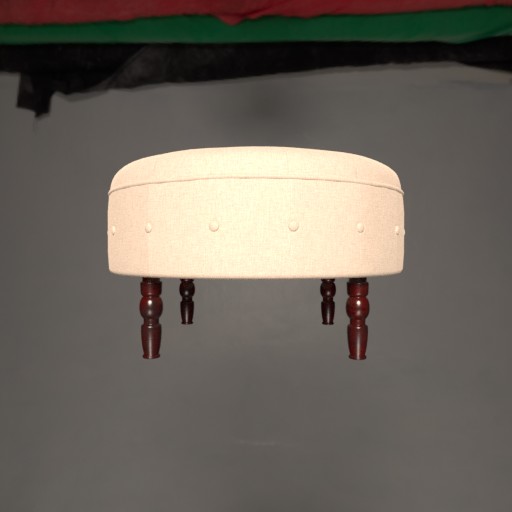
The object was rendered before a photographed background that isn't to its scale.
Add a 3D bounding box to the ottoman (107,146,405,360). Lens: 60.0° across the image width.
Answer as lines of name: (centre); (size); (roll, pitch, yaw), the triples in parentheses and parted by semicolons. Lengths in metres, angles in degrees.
ottoman: (0.000, 0.000, 1.340); (0.848, 0.494, 0.848); (0, 1, 0)
